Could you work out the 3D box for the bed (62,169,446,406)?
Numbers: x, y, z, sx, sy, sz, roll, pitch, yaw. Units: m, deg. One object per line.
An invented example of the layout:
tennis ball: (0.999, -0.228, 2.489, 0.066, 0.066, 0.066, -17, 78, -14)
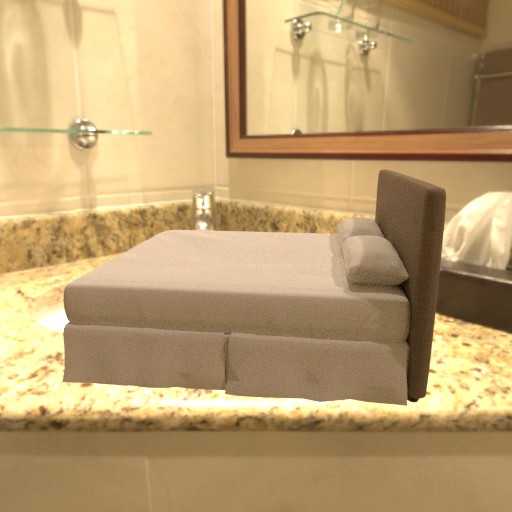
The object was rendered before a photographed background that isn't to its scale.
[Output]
bed: (0.000, 0.000, 3.595, 2.341, 1.317, 2.119, 2, 14, 8)
